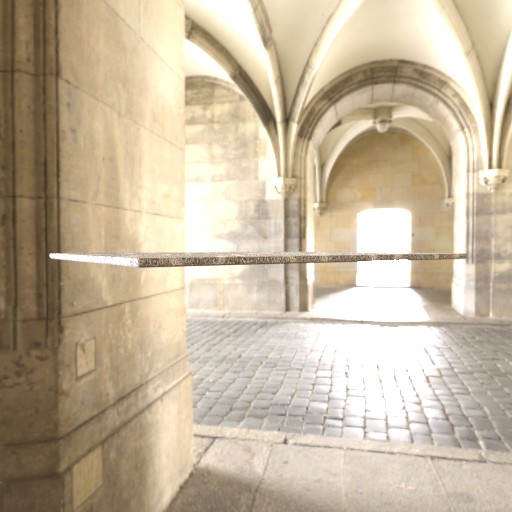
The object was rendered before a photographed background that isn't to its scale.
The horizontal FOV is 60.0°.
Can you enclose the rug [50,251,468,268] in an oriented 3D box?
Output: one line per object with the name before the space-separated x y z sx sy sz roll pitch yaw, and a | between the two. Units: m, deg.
rug | 0.000 0.000 2.107 1.600 0.025 1.200 -1 1 -35
